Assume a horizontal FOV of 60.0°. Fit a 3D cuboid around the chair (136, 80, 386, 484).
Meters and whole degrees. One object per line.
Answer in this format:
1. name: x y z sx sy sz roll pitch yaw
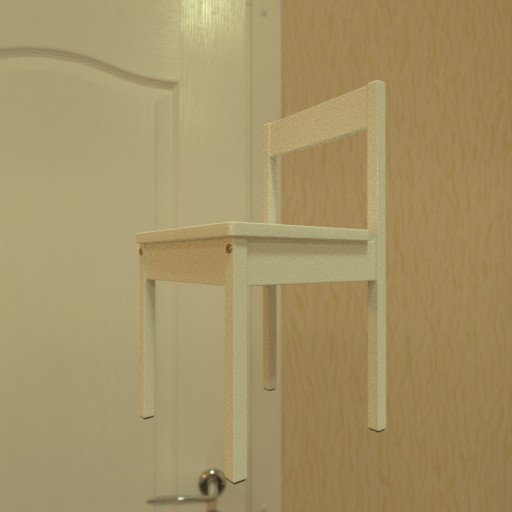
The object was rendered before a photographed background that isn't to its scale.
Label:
1. chair: 0.000 0.000 0.886 0.361 0.668 0.367 0 -1 -37
